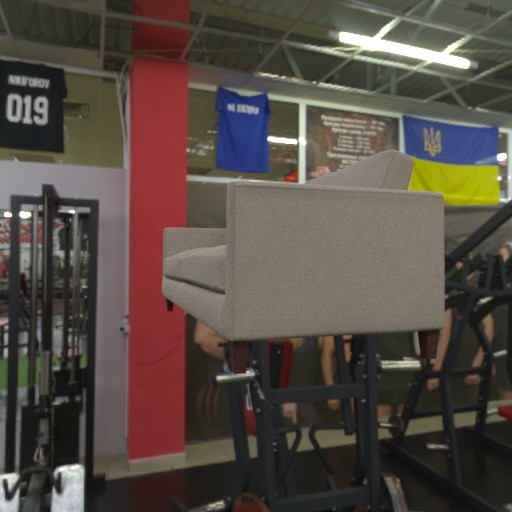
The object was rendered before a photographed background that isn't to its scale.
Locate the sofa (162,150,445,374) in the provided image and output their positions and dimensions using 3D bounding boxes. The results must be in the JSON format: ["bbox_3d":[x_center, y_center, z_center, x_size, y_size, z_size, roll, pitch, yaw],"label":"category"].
[{"bbox_3d":[0.000,0.000,2.865,0.988,0.912,2.404,0,-1,-18],"label":"sofa"}]
